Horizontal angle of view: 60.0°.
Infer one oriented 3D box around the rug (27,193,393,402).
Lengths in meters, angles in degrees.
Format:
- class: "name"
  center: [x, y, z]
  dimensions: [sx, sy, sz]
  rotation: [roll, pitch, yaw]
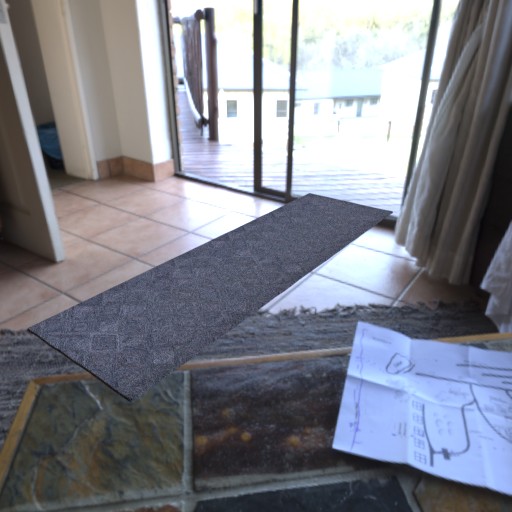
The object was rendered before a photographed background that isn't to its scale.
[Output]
- class: "rug"
  center: [0.000, 0.000, 2.505]
  dimensions: [0.691, 0.011, 2.296]
  rotation: [19, 32, 33]
